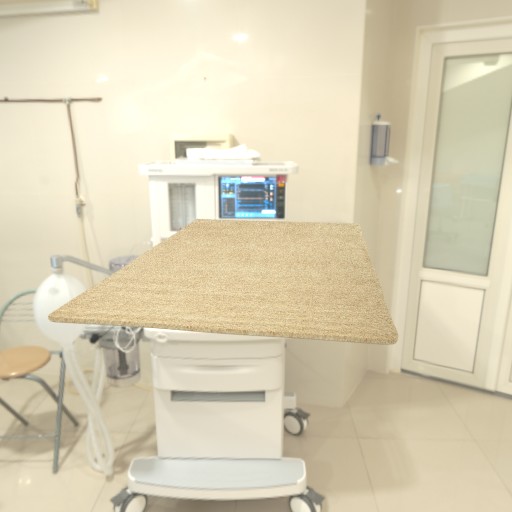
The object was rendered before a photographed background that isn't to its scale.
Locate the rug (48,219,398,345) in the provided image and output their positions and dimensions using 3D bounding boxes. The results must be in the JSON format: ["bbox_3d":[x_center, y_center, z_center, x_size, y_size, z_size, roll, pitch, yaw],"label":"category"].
[{"bbox_3d":[0.000,0.000,2.945,1.500,0.025,2.349,2,16,9],"label":"rug"}]
